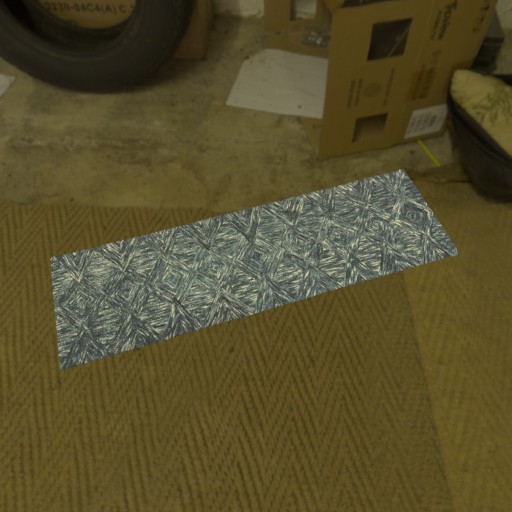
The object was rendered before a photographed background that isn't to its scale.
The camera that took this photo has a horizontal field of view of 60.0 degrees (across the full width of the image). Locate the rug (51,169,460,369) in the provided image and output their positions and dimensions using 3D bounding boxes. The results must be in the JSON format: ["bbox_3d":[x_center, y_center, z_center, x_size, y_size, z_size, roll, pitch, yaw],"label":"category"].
[{"bbox_3d":[0.000,0.000,2.602,2.306,0.013,0.719,-15,59,-9],"label":"rug"}]
